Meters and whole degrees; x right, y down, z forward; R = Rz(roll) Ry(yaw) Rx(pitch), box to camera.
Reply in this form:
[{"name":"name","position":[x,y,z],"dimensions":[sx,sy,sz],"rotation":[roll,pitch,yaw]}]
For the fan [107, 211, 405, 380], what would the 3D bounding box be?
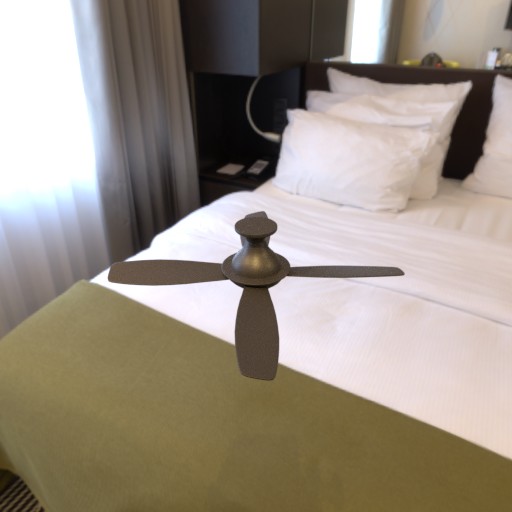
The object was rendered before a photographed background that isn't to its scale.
[{"name":"fan","position":[0.000,0.000,2.508],"dimensions":[1.694,0.382,1.694],"rotation":[0,29,0]}]
